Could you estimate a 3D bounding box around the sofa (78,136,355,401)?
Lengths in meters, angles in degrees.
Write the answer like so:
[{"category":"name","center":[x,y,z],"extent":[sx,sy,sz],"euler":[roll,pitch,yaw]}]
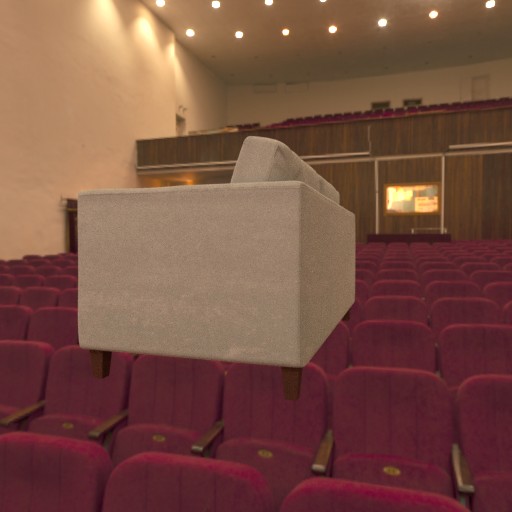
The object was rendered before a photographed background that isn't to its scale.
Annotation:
[{"category":"sofa","center":[0.000,0.000,2.505],"extent":[0.950,0.963,1.884],"euler":[1,2,18]}]
